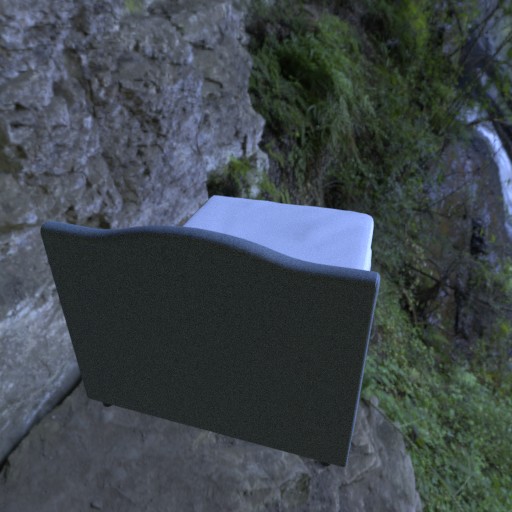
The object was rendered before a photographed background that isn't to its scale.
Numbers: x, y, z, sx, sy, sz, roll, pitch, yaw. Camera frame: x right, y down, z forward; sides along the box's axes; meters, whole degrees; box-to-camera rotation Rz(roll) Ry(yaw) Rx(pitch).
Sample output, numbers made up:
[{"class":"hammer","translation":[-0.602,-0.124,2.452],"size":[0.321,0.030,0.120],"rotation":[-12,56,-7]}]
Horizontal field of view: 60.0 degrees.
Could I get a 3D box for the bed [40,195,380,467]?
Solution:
[{"class":"bed","translation":[0.000,0.000,3.298],"size":[1.753,1.460,2.143],"rotation":[9,32,14]}]
